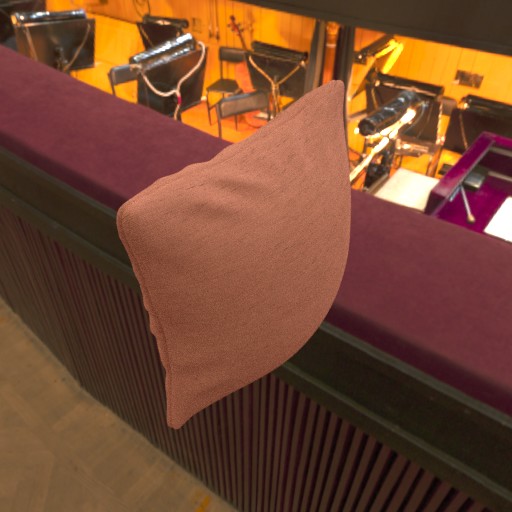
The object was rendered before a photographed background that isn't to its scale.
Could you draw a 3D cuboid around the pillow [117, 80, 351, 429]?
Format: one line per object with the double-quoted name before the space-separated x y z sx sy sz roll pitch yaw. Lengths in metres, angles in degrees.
"pillow" 0.000 0.000 0.674 0.246 0.415 0.432 26 47 27
